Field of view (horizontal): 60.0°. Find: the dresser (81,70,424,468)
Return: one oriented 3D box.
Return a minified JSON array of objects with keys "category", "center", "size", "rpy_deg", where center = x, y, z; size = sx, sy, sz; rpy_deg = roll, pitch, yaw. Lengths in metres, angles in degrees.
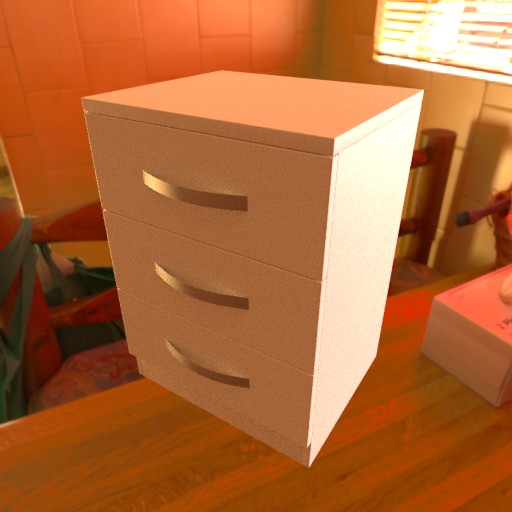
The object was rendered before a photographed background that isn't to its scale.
[{"category":"dresser","center":[0.000,0.000,0.805],"size":[0.400,0.560,0.360],"rpy_deg":[18,35,28]}]
